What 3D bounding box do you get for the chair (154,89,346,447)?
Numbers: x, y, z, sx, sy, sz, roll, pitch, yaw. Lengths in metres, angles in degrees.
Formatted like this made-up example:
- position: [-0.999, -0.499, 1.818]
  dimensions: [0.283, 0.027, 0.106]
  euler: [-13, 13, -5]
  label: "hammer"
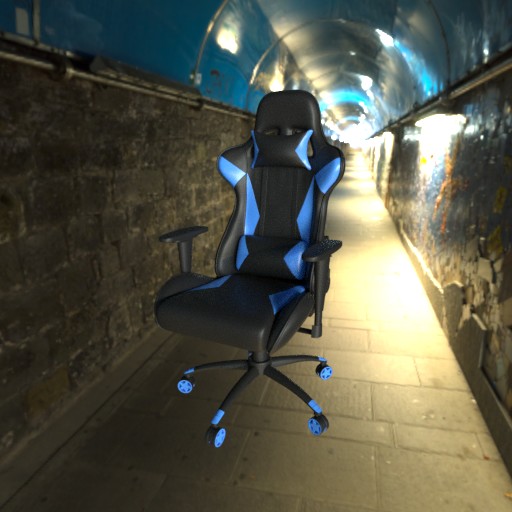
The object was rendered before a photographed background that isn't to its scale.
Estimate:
- position: [0.000, 0.000, 1.745]
  dimensions: [0.695, 1.282, 0.730]
  euler: [8, 16, 27]
  label: "chair"
